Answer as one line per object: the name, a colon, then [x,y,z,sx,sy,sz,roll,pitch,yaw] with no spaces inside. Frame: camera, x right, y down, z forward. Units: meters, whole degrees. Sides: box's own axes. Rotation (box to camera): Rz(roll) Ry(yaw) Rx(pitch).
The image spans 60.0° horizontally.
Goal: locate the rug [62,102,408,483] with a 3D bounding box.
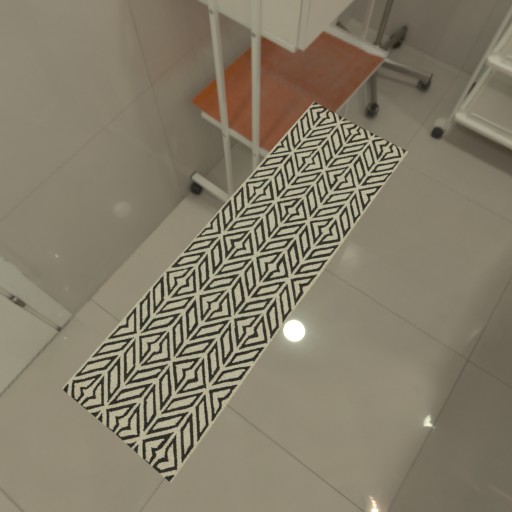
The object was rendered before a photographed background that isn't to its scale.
rug: [0.000,0.000,2.640,0.750,0.009,2.435,33,70,14]
